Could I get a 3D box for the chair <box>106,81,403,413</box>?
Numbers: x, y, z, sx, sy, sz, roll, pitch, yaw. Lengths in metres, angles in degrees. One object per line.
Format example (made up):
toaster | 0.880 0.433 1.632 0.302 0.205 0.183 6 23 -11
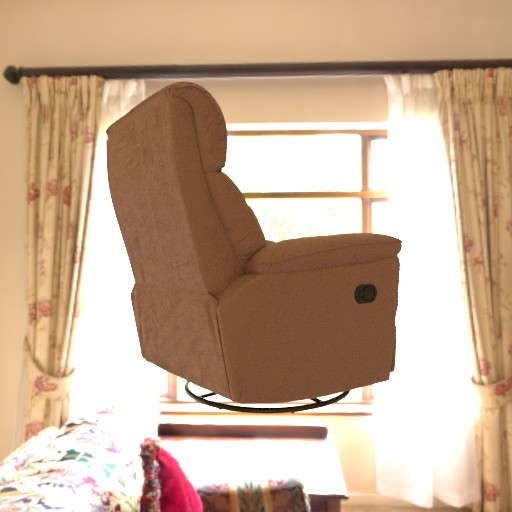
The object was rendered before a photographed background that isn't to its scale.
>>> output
chair | 0.000 0.000 1.735 1.004 1.037 0.820 0 0 -37
